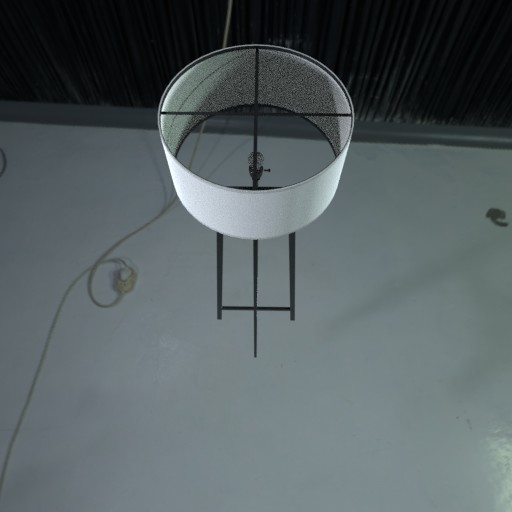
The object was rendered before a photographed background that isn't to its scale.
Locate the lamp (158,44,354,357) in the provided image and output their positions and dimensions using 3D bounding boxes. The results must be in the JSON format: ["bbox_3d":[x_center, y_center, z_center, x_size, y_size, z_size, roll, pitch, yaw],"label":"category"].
[{"bbox_3d":[0.000,0.000,1.711,0.456,1.510,0.457,1,63,0],"label":"lamp"}]
